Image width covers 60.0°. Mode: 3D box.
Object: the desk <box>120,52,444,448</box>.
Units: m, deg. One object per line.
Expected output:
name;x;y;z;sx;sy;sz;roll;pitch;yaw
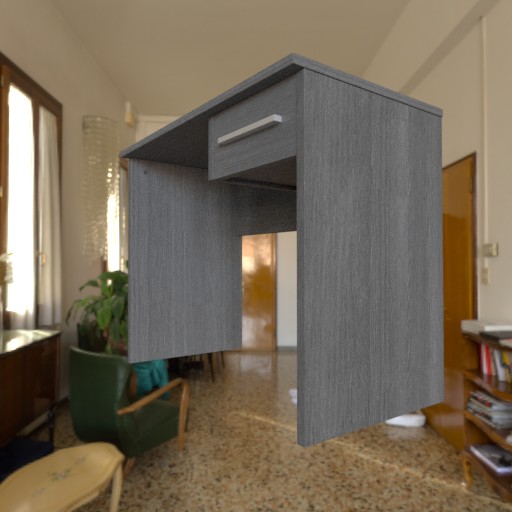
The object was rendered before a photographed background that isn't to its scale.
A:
desk;0.000;0.000;1.308;0.498;0.724;0.893;1;-1;-37
